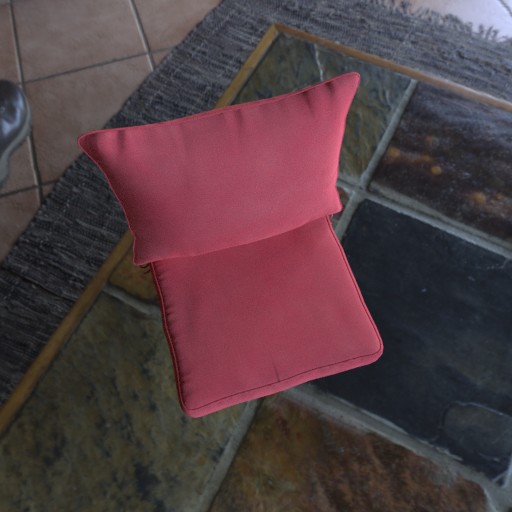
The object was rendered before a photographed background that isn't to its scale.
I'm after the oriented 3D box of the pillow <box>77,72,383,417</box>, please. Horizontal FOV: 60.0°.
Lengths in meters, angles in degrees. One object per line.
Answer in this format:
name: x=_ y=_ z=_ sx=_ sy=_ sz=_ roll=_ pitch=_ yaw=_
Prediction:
pillow: x=0.000 y=0.000 z=1.355 sx=0.798 sy=0.725 sz=0.733 roll=-15 pitch=66 yaw=-7
